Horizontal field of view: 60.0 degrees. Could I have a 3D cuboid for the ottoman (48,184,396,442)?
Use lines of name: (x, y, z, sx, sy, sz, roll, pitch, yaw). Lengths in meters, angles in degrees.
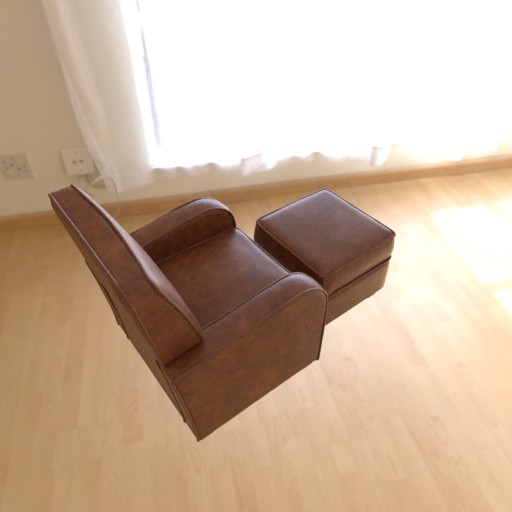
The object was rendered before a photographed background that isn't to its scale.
ottoman: (0.000, 0.000, 1.883, 1.314, 0.904, 0.732, -27, 49, -27)
